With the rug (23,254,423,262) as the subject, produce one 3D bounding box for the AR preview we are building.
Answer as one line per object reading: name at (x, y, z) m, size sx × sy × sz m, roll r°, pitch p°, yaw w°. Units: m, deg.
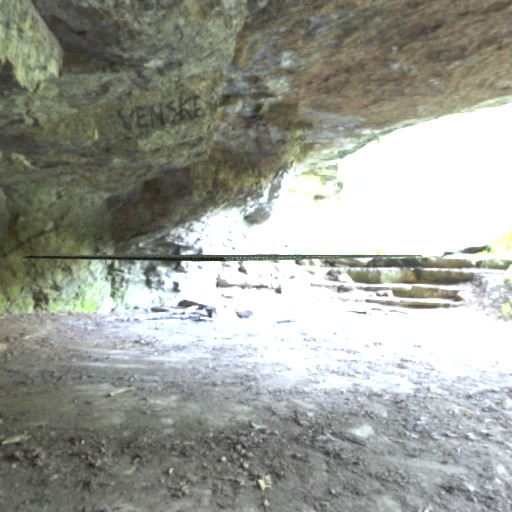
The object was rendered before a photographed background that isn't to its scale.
rug at (0.000, 0.000, 3.058) m, size 1.538 × 0.021 × 2.443 m, roll 0°, pitch 1°, yaw 37°
